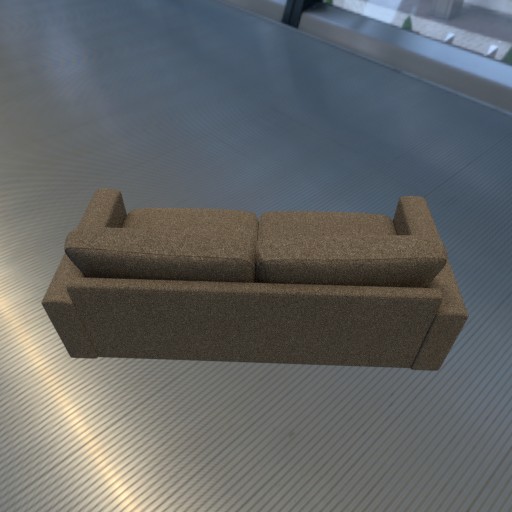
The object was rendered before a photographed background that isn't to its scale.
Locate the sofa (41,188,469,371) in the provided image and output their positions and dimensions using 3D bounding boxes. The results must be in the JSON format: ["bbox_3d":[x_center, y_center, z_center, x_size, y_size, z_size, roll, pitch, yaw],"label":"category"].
[{"bbox_3d":[0.000,0.000,2.680,2.179,0.873,1.016,2,45,2],"label":"sofa"}]
